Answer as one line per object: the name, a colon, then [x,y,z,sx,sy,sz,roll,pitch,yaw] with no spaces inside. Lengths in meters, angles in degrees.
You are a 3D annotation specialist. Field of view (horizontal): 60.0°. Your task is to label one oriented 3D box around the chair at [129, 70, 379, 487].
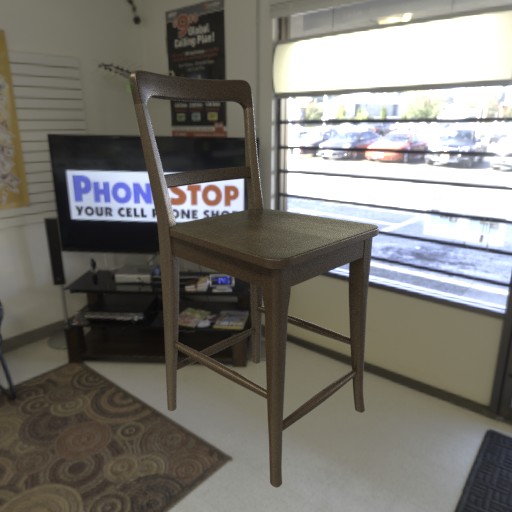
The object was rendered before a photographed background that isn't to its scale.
chair: [0.000,0.000,1.267,0.546,0.991,0.450,15,22,41]
